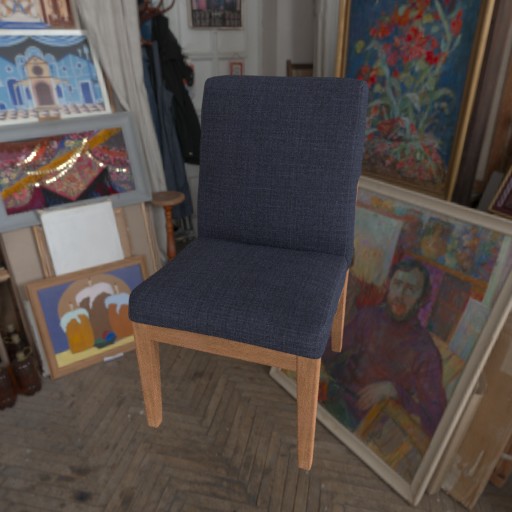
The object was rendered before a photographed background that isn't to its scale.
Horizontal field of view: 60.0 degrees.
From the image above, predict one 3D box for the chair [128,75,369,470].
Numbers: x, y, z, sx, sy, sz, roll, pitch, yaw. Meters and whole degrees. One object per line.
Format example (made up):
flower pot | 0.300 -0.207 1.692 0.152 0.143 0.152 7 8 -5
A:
chair | 0.000 0.000 1.252 0.507 0.911 0.586 8 27 16
